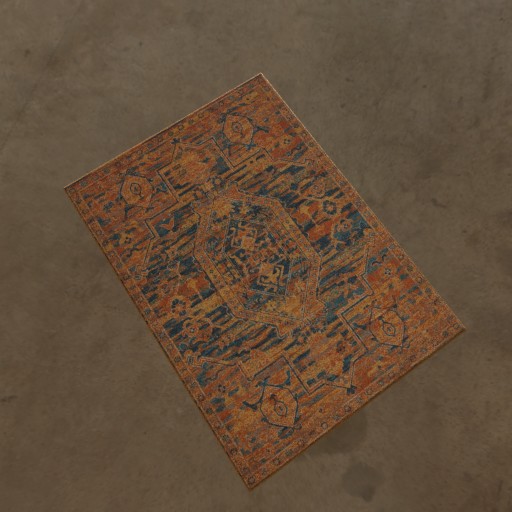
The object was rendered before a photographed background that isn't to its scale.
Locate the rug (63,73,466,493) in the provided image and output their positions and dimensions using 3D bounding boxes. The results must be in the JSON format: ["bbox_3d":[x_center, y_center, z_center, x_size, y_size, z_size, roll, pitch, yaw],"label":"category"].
[{"bbox_3d":[0.000,0.000,2.804,1.588,0.024,2.204,-33,77,-9],"label":"rug"}]
